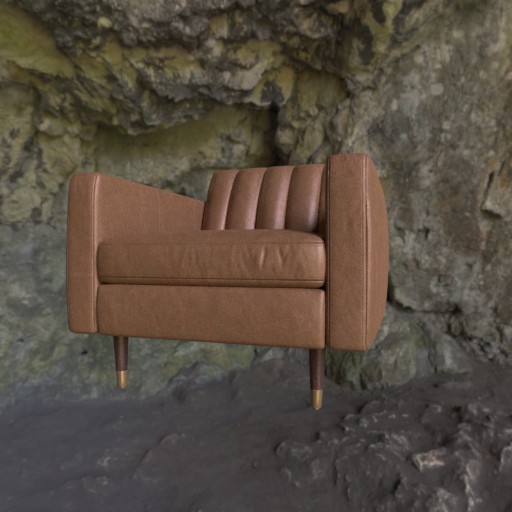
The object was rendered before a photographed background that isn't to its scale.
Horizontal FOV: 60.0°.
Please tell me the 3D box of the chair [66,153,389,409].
[{"bbox_3d":[0.000,0.000,1.671,0.953,0.819,0.998,0,0,18],"label":"chair"}]
